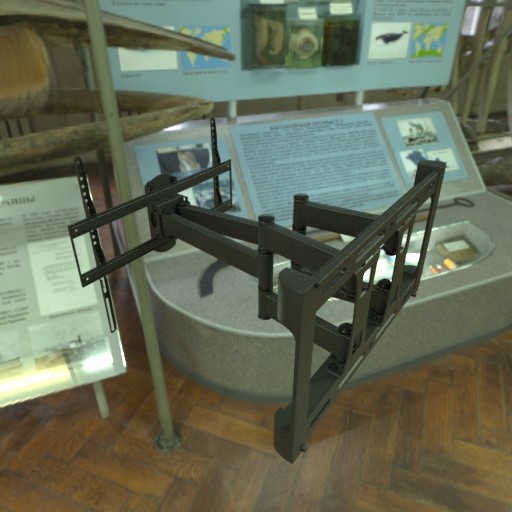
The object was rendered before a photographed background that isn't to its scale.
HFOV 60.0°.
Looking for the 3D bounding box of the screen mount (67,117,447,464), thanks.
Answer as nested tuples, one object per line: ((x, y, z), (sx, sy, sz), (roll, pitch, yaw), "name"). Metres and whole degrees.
((0.000, 0.000, 0.931), (0.556, 0.424, 0.571), (20, 36, 30), "screen mount")
